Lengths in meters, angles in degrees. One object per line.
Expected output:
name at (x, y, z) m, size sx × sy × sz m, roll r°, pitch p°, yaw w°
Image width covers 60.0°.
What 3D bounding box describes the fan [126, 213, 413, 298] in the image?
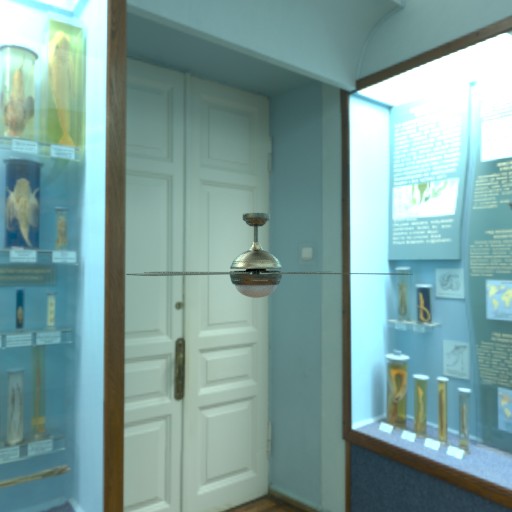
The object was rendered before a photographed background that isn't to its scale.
fan at (0.000, 0.000, 2.026) m, size 1.321 × 0.381 × 1.321 m, roll 1°, pitch -2°, yaw -35°
